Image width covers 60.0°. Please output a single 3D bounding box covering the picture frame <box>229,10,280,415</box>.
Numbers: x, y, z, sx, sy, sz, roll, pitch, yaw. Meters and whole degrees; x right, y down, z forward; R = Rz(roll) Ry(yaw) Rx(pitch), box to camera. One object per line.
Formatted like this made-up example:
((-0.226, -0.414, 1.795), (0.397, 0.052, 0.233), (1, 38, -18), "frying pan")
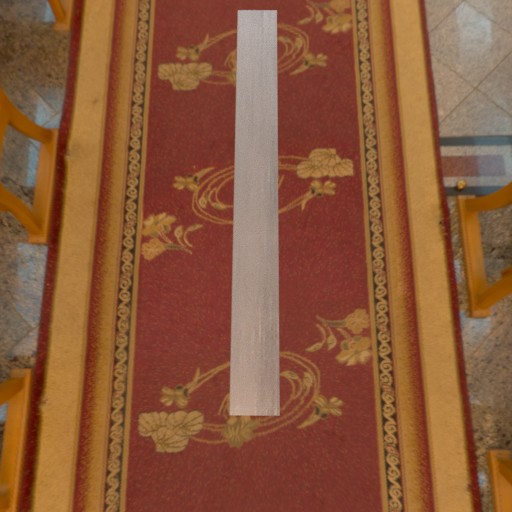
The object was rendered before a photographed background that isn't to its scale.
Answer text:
((0.000, 0.000, 0.730), (0.046, 0.555, 0.449), (0, 75, 0), "picture frame")
